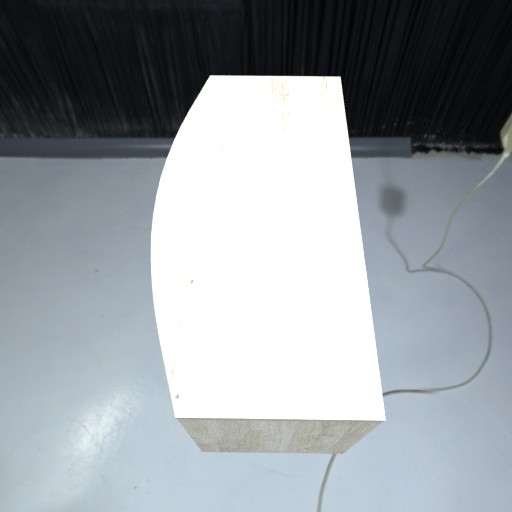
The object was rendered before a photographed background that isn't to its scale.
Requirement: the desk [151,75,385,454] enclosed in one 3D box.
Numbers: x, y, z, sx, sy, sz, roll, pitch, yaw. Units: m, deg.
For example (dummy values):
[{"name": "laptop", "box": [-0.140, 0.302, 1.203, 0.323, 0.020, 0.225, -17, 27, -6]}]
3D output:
[{"name": "desk", "box": [0.000, 0.000, 2.073, 0.802, 0.752, 1.600, 1, 59, 0]}]
